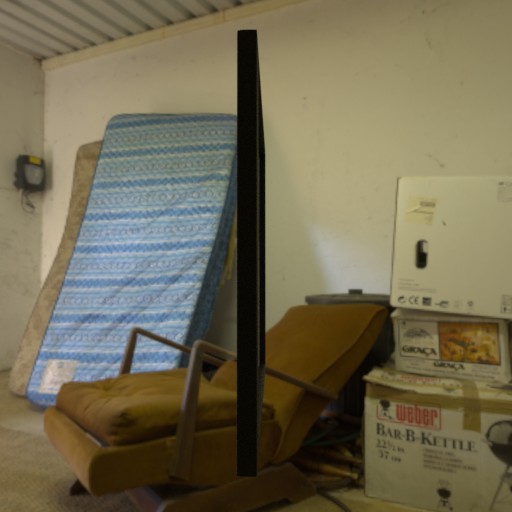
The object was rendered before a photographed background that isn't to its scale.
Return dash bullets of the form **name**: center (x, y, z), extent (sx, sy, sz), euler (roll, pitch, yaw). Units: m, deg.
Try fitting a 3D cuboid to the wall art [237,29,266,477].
- **wall art**: center (0.000, 0.000, 0.675), extent (0.022, 0.453, 0.456), euler (0, -2, 2)
